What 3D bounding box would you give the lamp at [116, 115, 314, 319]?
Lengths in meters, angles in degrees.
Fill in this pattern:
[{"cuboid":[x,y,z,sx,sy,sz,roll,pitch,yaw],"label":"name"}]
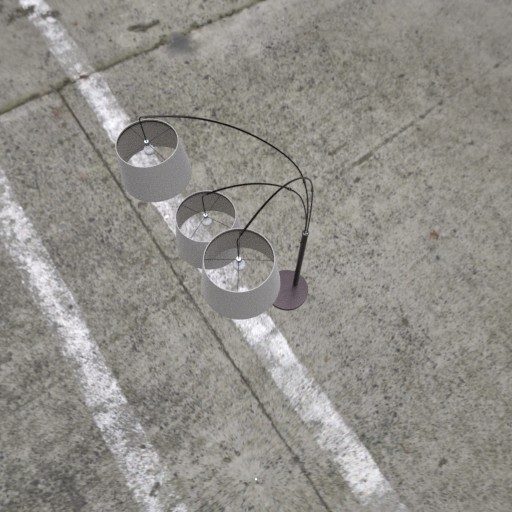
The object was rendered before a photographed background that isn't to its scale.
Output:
[{"cuboid":[0.000,0.000,2.486,0.924,1.950,0.951,-32,68,-15],"label":"lamp"}]
